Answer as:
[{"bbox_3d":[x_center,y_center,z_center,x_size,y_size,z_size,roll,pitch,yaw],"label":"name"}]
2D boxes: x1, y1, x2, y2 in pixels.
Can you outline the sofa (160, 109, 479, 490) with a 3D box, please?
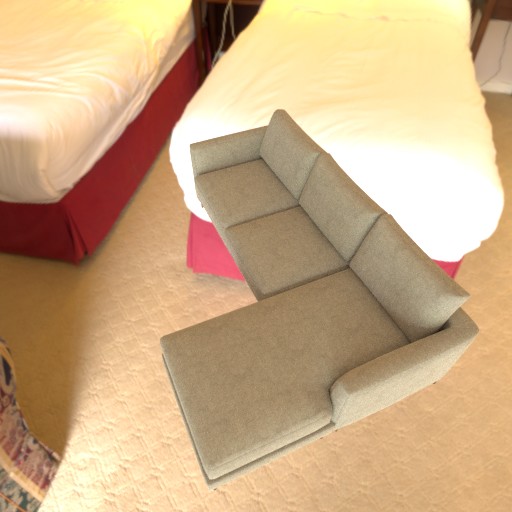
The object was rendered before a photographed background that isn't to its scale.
[{"bbox_3d":[0.000,0.000,3.058,1.626,0.864,2.438,-18,49,-17],"label":"sofa"}]
